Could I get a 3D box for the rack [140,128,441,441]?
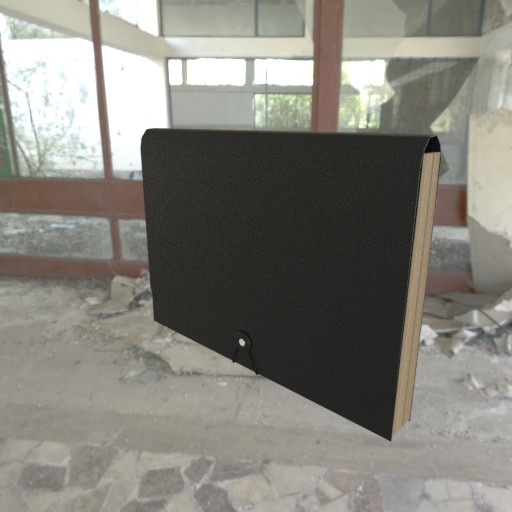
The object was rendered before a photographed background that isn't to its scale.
[{"bbox_3d":[0.000,0.000,0.443,0.330,0.241,0.041,15,23,41],"label":"rack"}]
